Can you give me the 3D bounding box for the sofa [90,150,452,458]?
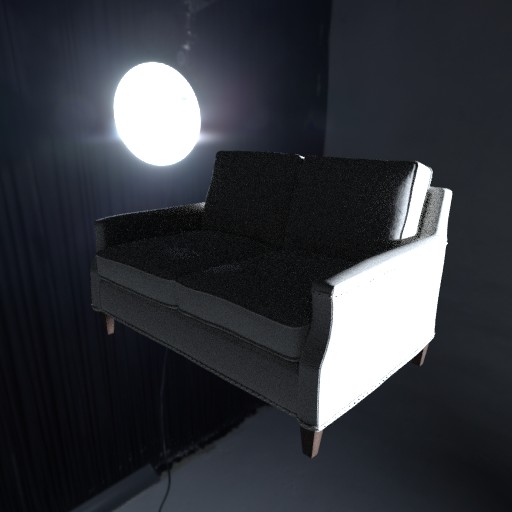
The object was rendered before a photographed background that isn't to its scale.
[{"bbox_3d":[0.000,0.000,2.272,1.597,1.003,1.084,15,21,42],"label":"sofa"}]
